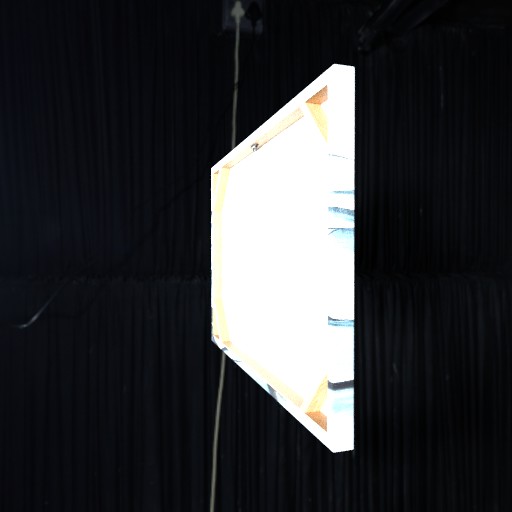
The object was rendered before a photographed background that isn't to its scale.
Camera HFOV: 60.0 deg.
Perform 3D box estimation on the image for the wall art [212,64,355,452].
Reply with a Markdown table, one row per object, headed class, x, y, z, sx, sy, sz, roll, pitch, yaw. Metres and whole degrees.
| class | x | y | z | sx | sy | sz | roll | pitch | yaw |
| --- | --- | --- | --- | --- | --- | --- | --- | --- | --- |
| wall art | 0.000 | 0.000 | 1.133 | 0.039 | 0.609 | 0.914 | 0 | 1 | -18 |
